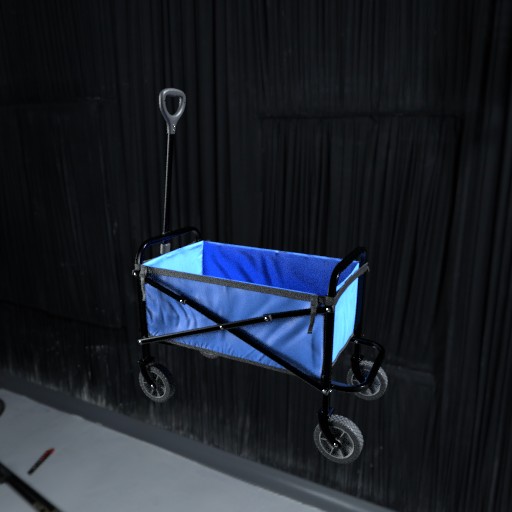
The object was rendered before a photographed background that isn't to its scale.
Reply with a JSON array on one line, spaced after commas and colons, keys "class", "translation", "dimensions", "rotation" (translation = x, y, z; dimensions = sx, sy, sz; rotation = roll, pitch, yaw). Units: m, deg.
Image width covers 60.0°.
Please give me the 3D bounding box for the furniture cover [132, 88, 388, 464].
[{"class": "furniture cover", "translation": [0.000, 0.000, 1.786], "dimensions": [1.038, 1.295, 0.532], "rotation": [8, 18, 26]}]
